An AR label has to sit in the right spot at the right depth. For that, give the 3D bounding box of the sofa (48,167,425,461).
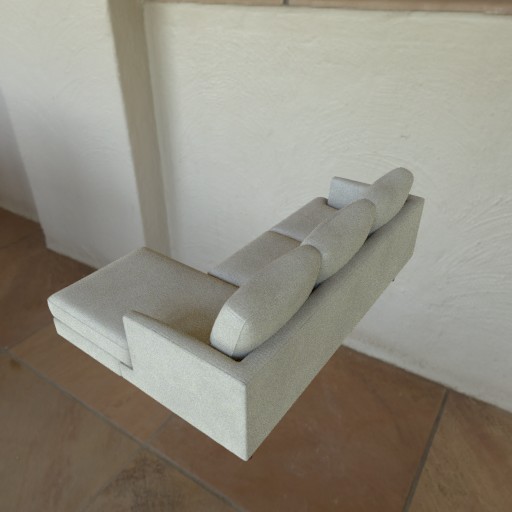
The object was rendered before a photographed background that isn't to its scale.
[{"bbox_3d":[0.000,0.000,3.019,1.504,0.956,2.233,21,38,30],"label":"sofa"}]
